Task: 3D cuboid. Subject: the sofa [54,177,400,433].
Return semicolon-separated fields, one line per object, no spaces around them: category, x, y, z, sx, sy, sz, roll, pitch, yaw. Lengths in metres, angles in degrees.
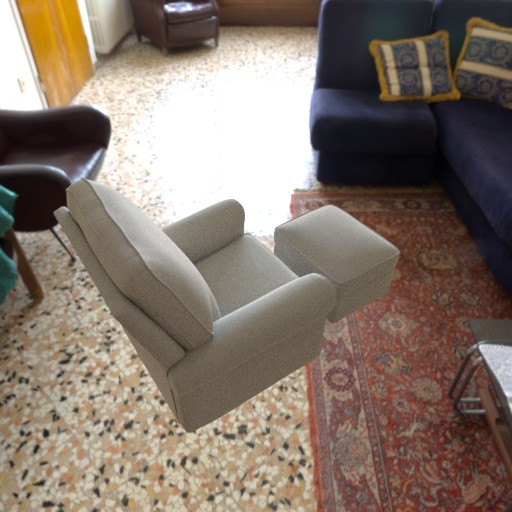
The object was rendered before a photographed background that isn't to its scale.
sofa;0.000;0.000;2.075;1.478;0.959;0.880;-24;46;-25
